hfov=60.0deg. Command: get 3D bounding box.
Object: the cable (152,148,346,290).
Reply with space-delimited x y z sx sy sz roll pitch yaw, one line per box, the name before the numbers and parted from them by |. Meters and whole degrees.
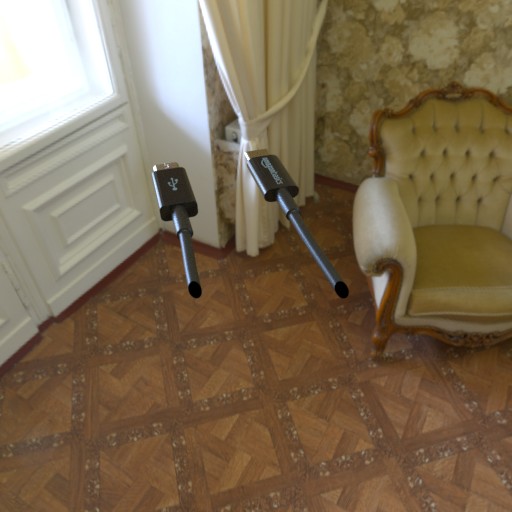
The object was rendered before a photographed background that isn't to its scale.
cable | 0.000 0.000 0.109 0.040 0.006 0.098 -11 43 -12
